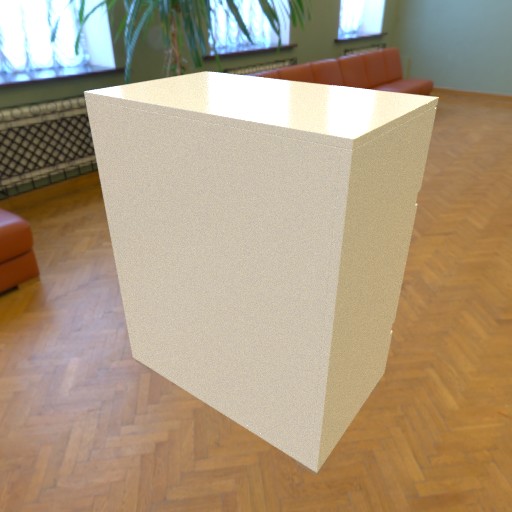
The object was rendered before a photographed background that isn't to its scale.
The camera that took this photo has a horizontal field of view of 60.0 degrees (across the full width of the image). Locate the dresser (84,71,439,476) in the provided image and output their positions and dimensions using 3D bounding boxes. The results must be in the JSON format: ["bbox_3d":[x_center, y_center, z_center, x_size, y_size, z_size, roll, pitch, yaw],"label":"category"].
[{"bbox_3d":[0.000,0.000,1.150,0.650,0.800,0.400,20,36,31],"label":"dresser"}]
